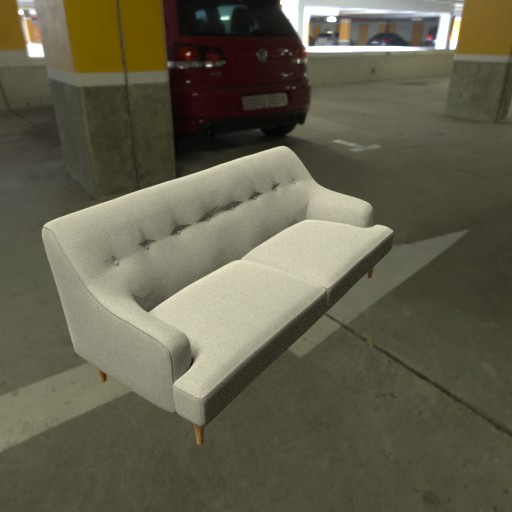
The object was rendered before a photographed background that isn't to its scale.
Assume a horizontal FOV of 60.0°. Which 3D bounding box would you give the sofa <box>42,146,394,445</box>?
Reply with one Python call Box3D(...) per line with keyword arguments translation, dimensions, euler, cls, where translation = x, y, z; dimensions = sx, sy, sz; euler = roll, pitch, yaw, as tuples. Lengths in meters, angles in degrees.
Box3D(translation=(0.000, 0.000, 2.628), dimensions=(0.978, 0.871, 2.057), euler=(18, 31, 32), cls="sofa")
